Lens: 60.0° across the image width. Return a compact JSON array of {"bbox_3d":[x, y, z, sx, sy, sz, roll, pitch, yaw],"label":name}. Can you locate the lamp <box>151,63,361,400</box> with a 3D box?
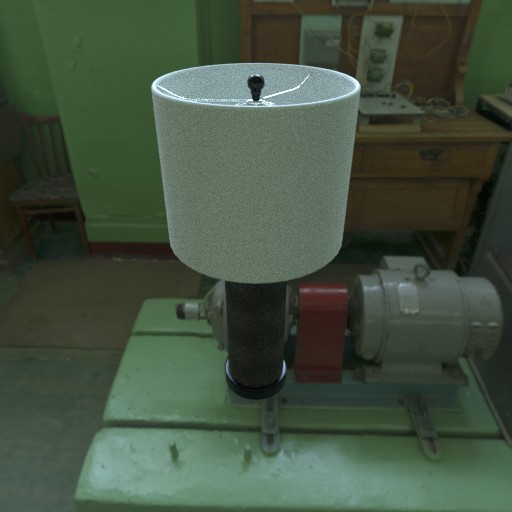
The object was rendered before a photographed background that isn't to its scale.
[{"bbox_3d":[0.000,0.000,0.821,0.305,0.634,0.305,0,33,0],"label":"lamp"}]
